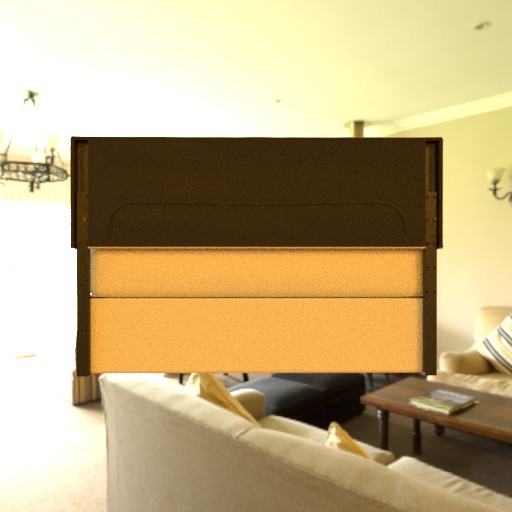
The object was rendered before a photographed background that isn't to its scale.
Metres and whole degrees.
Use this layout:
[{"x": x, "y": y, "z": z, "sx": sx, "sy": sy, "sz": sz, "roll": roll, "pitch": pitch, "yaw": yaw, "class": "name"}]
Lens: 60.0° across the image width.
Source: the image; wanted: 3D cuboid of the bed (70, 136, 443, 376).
[{"x": 0.000, "y": 0.000, "z": 2.803, "sx": 1.616, "sy": 1.016, "sz": 1.876, "roll": 0, "pitch": 0, "yaw": -1, "class": "bed"}]
